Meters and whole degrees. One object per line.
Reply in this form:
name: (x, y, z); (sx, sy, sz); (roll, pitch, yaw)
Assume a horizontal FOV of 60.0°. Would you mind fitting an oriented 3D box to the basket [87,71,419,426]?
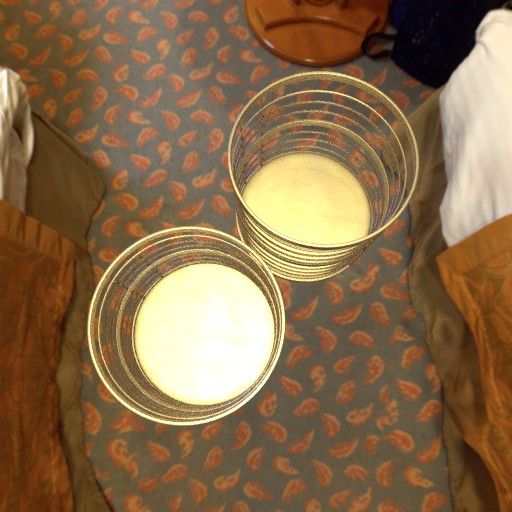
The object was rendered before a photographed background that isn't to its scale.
basket: (0.000, 0.000, 0.955); (0.356, 0.351, 0.746); (39, 79, 9)
